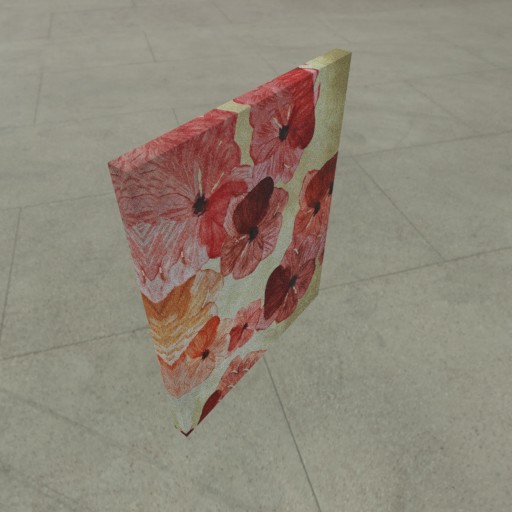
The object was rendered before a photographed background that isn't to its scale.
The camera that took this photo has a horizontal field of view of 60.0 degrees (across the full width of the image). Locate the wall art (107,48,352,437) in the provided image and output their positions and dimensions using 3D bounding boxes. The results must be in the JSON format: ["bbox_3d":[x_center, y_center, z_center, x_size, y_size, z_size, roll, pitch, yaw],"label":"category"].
[{"bbox_3d":[0.000,0.000,0.688,0.028,0.508,0.406,28,49,27],"label":"wall art"}]
